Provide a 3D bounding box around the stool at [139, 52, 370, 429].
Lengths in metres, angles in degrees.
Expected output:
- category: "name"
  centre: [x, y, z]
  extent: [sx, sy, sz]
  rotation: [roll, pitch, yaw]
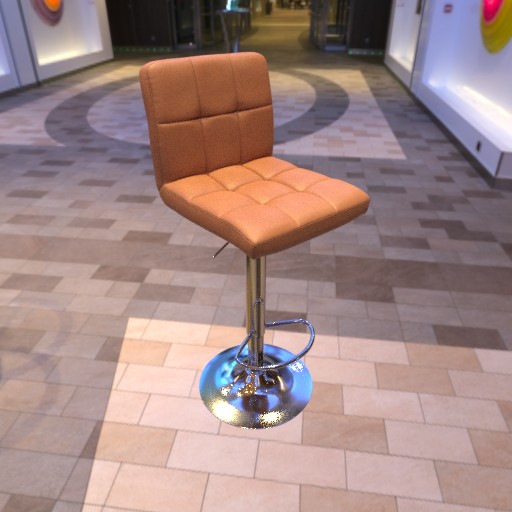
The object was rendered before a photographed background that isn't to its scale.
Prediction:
- category: "stool"
  centre: [0.000, 0.000, 1.390]
  extent: [0.430, 1.115, 0.505]
  rotation: [-22, 37, -33]
